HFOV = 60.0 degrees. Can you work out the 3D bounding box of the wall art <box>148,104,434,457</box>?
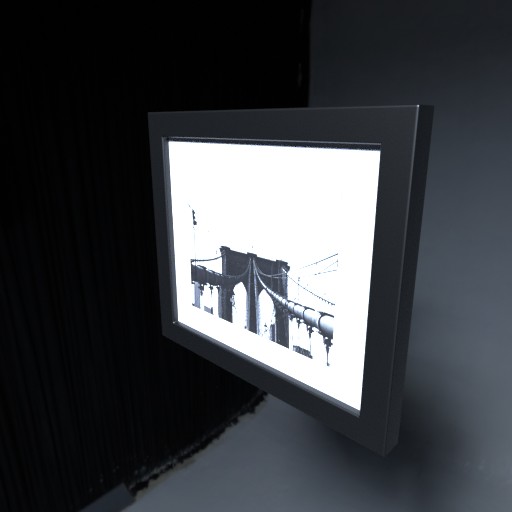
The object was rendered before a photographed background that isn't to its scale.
[{"bbox_3d":[0.000,0.000,0.527,0.380,0.330,0.028,15,23,42],"label":"wall art"}]
